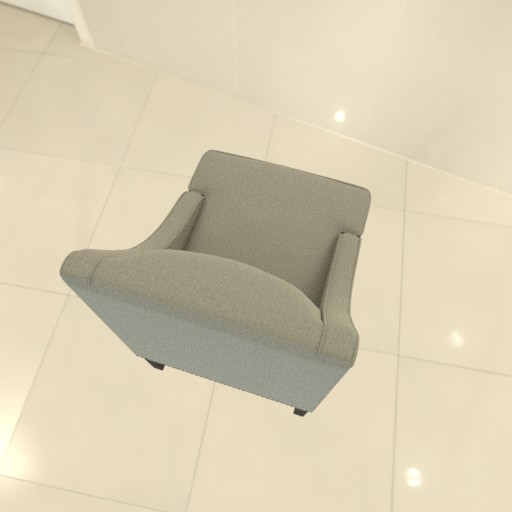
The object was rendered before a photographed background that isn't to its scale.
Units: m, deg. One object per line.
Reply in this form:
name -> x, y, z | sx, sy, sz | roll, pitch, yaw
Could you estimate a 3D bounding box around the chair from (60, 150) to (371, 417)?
chair -> 0.000, 0.000, 1.367 | 0.610, 0.864, 0.737 | 16, 64, 8
